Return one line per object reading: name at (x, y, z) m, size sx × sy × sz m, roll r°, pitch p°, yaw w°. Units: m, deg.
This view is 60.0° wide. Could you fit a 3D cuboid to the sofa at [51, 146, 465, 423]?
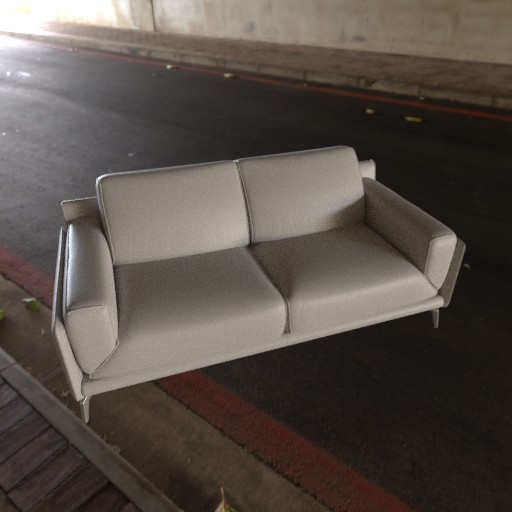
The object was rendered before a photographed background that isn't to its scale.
sofa at (0.000, 0.000, 2.516) m, size 2.101 × 0.930 × 1.049 m, roll -11°, pitch 34°, yaw -16°
